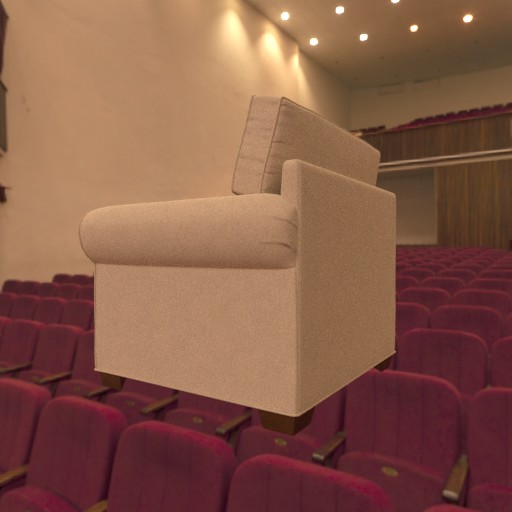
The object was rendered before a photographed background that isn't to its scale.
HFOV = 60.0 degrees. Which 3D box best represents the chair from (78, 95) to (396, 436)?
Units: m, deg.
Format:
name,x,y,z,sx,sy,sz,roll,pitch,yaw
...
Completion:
name,x,y,z,sx,sy,sz,roll,pitch,yaw
chair,0.000,0.000,1.765,0.863,0.955,1.040,1,1,34
